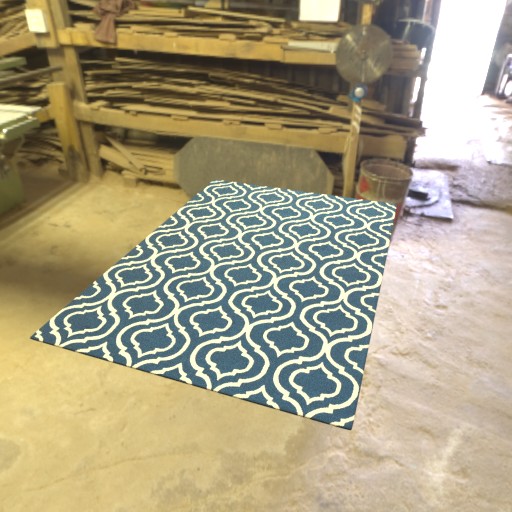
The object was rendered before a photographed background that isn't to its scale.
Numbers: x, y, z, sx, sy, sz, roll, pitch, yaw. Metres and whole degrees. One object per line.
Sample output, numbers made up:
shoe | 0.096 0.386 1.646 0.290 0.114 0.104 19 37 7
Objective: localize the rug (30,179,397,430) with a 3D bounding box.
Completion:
rug | 0.000 0.000 2.740 1.524 0.010 2.134 10 33 17
